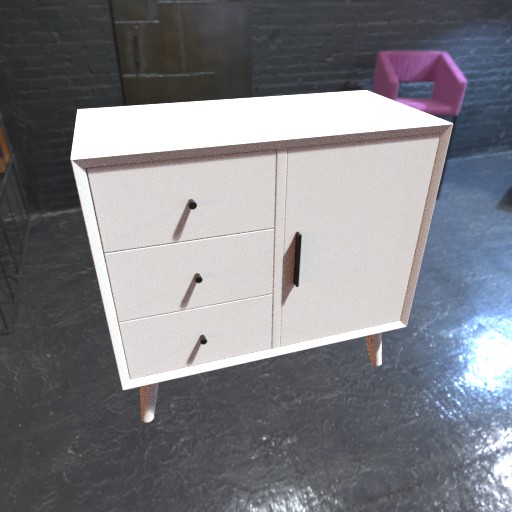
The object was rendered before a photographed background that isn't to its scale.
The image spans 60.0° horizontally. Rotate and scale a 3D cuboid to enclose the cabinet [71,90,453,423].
[{"bbox_3d":[0.000,0.000,1.232,0.800,0.761,0.398,-9,33,-15],"label":"cabinet"}]
